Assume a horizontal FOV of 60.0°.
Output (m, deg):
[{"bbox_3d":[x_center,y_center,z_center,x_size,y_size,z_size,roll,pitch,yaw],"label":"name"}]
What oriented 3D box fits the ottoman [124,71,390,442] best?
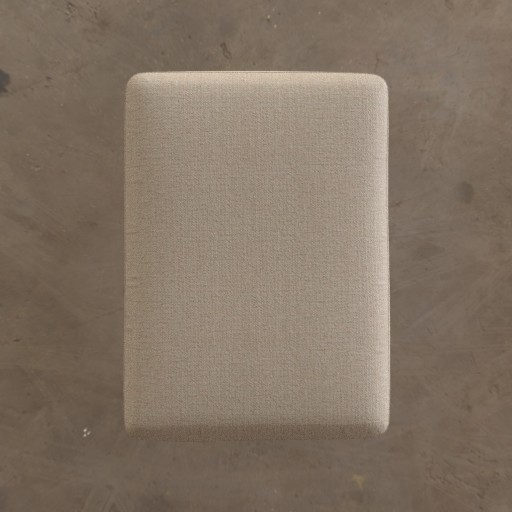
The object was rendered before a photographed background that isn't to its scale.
[{"bbox_3d":[0.000,0.000,1.222,0.637,0.478,0.885,0,90,-1],"label":"ottoman"}]
